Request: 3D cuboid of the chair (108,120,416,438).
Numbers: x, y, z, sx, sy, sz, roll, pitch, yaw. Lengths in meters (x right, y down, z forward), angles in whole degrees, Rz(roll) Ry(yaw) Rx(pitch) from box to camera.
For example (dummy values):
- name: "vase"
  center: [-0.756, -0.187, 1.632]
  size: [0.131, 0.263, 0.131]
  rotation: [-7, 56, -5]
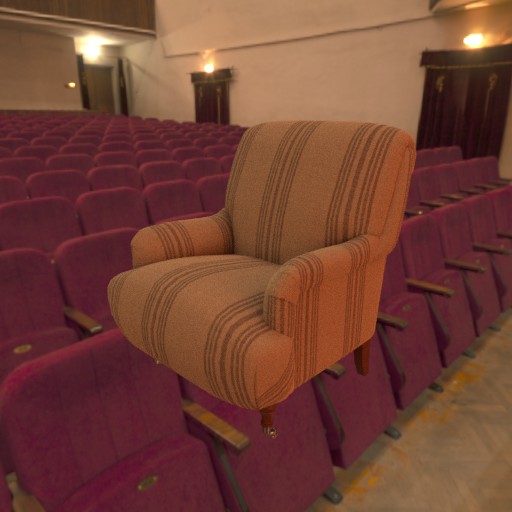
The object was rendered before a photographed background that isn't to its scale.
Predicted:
- name: "chair"
  center: [0.000, 0.000, 1.614]
  size: [0.813, 0.940, 0.914]
  rotation: [16, 23, 42]
